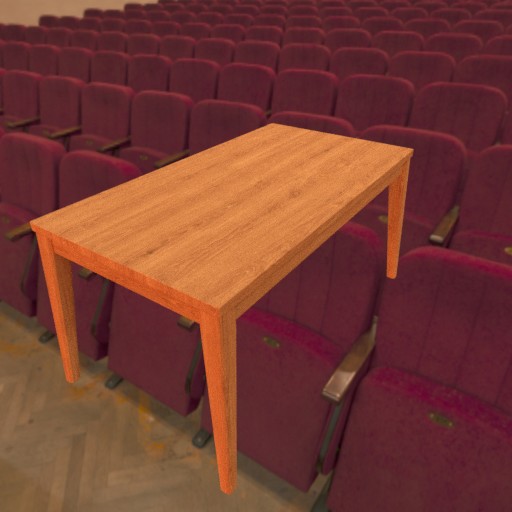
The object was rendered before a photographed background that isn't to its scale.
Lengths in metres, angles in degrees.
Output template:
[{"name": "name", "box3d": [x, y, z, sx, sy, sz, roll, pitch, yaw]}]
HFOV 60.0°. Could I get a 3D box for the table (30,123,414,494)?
[{"name": "table", "box3d": [0.000, 0.000, 2.060, 0.900, 0.760, 1.600, 20, 37, 29]}]
